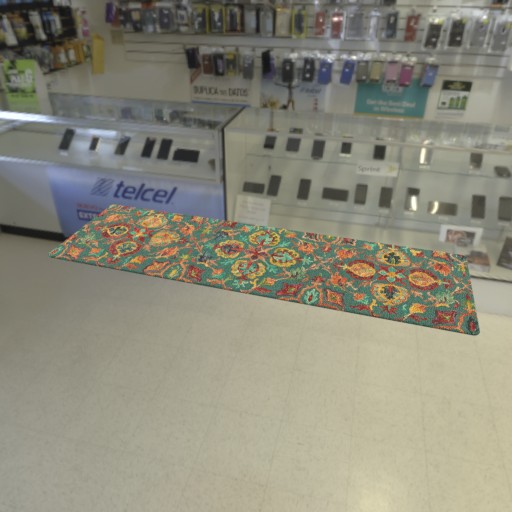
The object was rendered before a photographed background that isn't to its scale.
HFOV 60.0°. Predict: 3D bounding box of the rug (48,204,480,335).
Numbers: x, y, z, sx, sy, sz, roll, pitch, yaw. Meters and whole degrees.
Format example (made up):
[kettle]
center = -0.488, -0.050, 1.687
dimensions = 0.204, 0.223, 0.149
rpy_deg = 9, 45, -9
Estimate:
[rug]
center = 0.000, 0.000, 2.517
dimensions = 2.286, 0.013, 0.686
rpy_deg = 9, 34, 14
